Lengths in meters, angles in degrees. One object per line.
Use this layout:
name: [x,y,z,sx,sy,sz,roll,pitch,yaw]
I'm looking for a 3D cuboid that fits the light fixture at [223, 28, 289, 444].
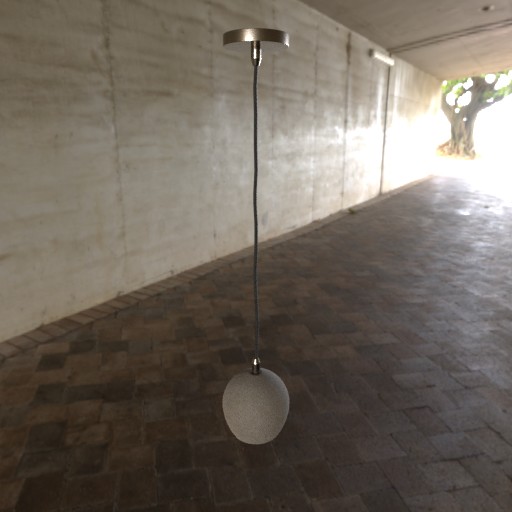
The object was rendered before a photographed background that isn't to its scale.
light fixture: [0.000,0.000,0.842,0.139,0.764,0.139,-7,17,-25]
